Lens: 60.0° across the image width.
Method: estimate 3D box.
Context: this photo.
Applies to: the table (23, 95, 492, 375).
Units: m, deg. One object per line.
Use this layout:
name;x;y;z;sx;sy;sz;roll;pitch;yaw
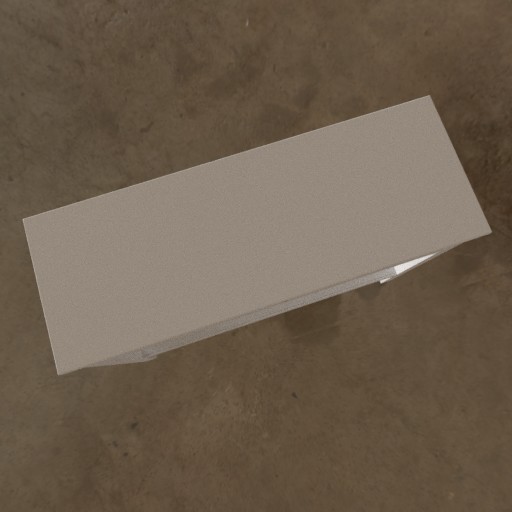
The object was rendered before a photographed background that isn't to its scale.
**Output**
table;0.000;0.000;1.439;1.068;0.753;0.397;-18;79;-4
